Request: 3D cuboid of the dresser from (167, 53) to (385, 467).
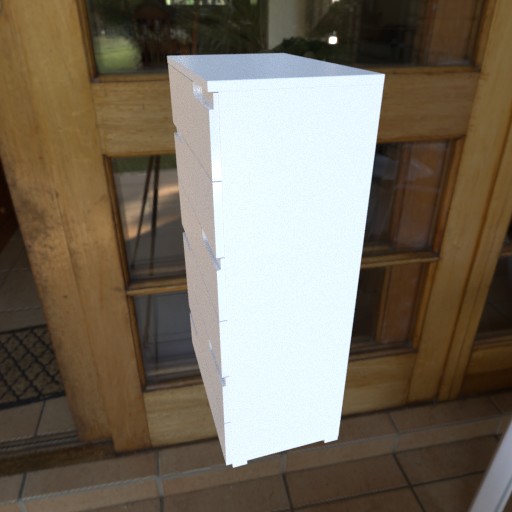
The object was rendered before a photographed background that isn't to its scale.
[{"bbox_3d":[0.000,0.000,1.487,0.400,1.190,0.650,-8,30,-15],"label":"dresser"}]
